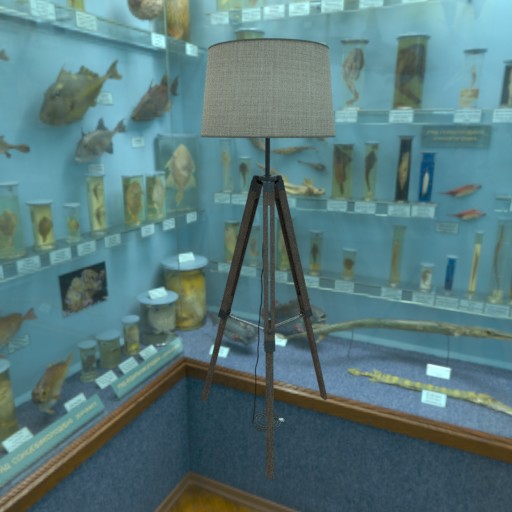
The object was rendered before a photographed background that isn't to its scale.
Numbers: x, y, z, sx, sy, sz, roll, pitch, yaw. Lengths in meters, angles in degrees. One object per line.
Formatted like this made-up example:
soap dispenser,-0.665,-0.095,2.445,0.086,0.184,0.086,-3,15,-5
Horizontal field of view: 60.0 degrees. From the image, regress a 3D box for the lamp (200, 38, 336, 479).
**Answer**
lamp,0.000,0.000,1.778,0.587,1.510,0.604,8,18,26
